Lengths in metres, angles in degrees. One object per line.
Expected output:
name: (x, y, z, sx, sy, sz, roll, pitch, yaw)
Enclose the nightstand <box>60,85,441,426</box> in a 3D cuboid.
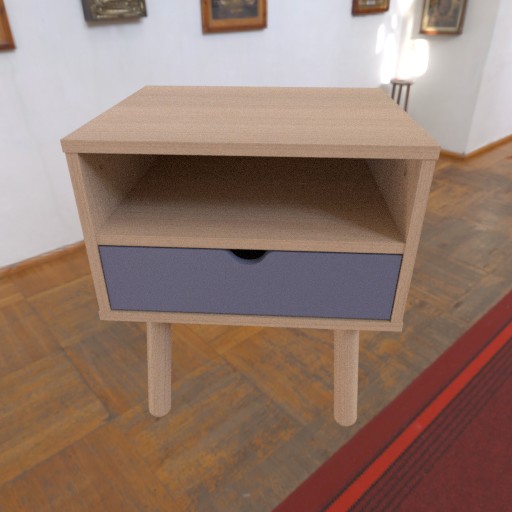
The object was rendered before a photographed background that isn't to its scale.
nightstand: (0.000, 0.000, 0.820, 0.450, 0.530, 0.380, 2, 30, 3)
